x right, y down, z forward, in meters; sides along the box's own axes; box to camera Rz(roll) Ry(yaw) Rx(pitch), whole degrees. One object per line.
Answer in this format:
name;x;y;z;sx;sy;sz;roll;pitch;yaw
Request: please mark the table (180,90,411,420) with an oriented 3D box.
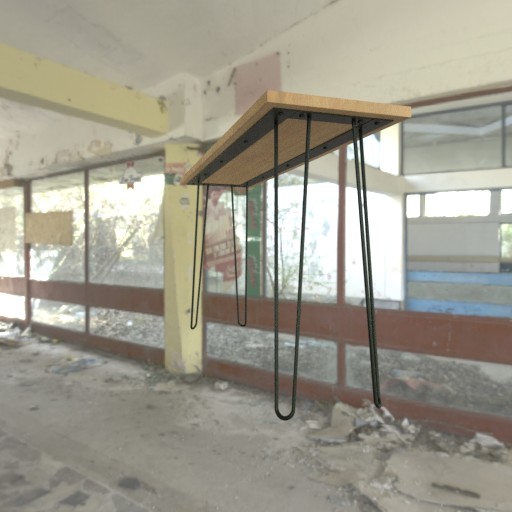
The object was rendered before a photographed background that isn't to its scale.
table;0.000;0.000;1.766;0.399;0.799;1.400;0;1;-18
